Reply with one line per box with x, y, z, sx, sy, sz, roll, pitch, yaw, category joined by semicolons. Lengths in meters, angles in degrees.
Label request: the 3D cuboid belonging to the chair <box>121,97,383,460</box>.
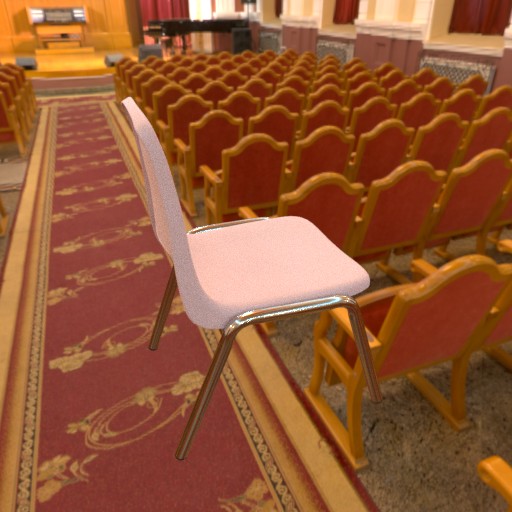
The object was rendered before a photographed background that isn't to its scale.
0.000;0.000;0.837;0.423;0.586;0.354;-11;31;-18;chair
